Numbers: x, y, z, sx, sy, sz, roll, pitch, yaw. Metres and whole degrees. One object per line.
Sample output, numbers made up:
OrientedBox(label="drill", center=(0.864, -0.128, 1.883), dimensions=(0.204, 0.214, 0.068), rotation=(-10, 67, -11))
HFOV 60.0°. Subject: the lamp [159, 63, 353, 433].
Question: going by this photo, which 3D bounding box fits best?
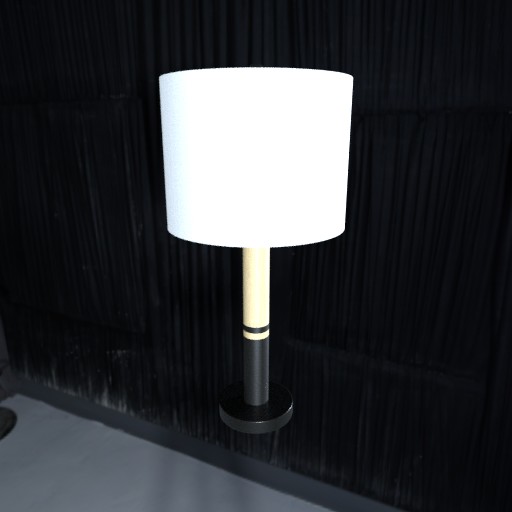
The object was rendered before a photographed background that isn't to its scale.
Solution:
OrientedBox(label="lamp", center=(0.000, 0.000, 0.795), dimensions=(0.305, 0.640, 0.305), rotation=(7, 18, 24))
